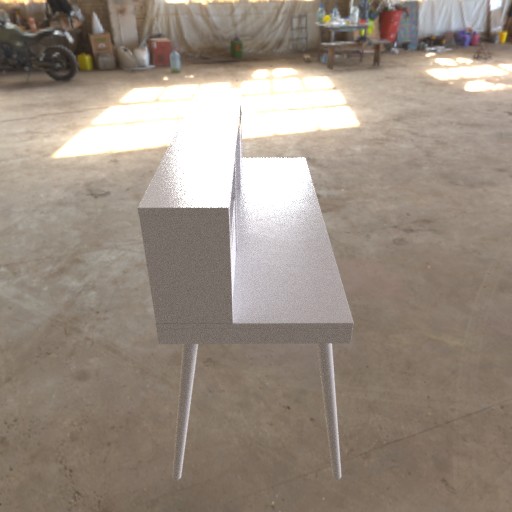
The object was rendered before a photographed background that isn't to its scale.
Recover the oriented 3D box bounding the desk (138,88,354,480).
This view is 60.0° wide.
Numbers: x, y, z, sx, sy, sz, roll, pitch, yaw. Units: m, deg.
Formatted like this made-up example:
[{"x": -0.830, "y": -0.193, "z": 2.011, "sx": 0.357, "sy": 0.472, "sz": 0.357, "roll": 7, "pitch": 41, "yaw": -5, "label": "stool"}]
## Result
[{"x": 0.000, "y": 0.000, "z": 1.703, "sx": 0.559, "sy": 0.990, "sz": 1.199, "roll": 0, "pitch": 32, "yaw": 0, "label": "desk"}]
